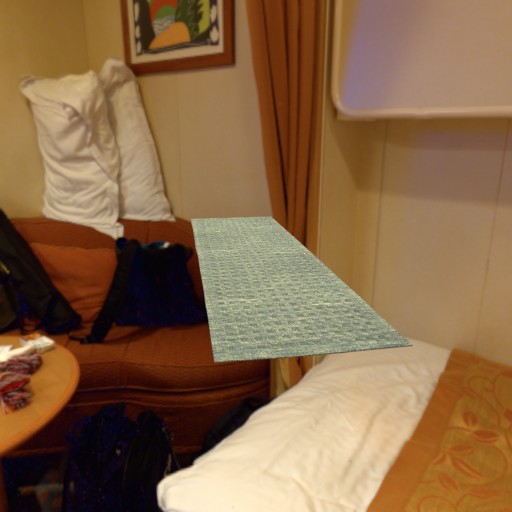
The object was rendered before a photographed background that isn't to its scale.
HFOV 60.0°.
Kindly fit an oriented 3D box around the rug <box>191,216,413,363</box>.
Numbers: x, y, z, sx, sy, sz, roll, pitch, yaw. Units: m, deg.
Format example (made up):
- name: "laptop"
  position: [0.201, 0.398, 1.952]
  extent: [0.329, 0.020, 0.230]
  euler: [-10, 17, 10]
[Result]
- name: "rug"
  position: [0.000, 0.000, 2.624]
  extent: [0.688, 0.008, 2.443]
  euler: [-3, 16, -9]
